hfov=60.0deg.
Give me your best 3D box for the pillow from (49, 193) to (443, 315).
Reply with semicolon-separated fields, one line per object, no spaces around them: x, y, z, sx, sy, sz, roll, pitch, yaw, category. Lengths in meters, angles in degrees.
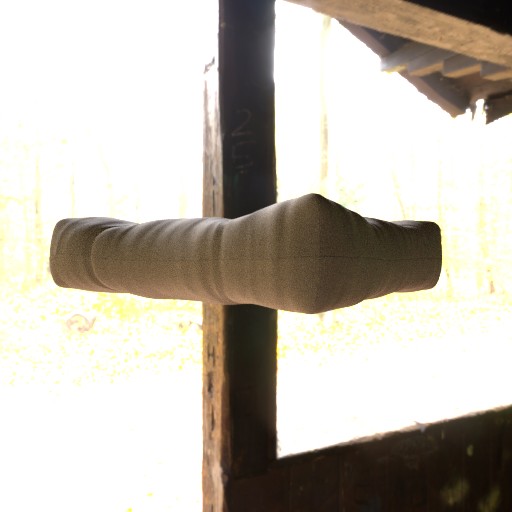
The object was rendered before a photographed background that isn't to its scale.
0.000;0.000;0.729;0.490;0.128;0.468;0;0;36;pillow
